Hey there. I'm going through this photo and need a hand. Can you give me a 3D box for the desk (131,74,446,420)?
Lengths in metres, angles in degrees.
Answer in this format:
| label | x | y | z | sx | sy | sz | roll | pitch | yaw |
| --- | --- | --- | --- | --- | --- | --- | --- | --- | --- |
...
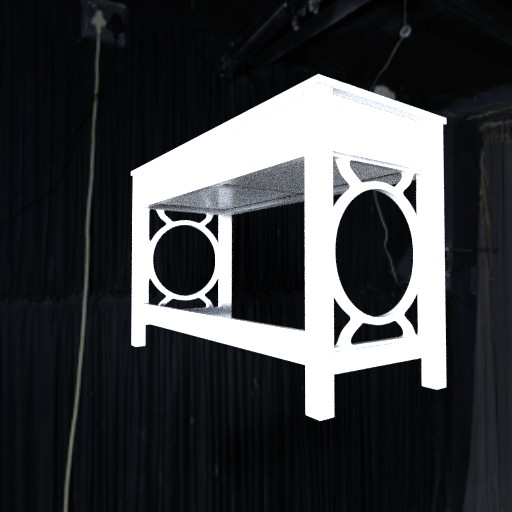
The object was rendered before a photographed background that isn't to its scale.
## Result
| label | x | y | z | sx | sy | sz | roll | pitch | yaw |
| --- | --- | --- | --- | --- | --- | --- | --- | --- | --- |
| desk | 0.000 | 0.000 | 1.593 | 0.504 | 0.762 | 1.191 | 1 | -2 | -35 |
